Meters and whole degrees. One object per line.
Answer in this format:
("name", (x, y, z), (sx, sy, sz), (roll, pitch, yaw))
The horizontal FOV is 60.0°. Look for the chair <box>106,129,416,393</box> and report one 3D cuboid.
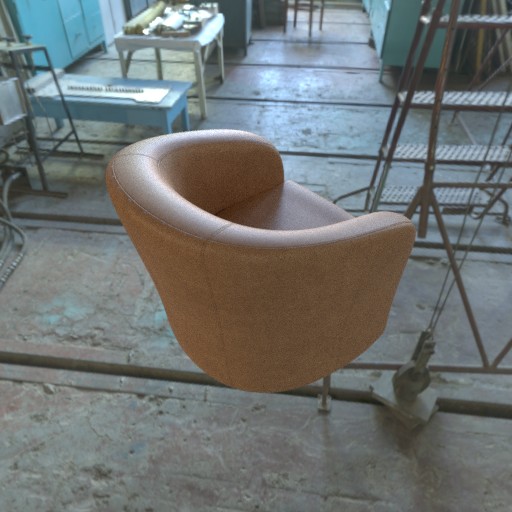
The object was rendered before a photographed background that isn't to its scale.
("chair", (0.000, 0.000, 1.493), (0.815, 0.771, 0.791), (-27, 47, -28))
